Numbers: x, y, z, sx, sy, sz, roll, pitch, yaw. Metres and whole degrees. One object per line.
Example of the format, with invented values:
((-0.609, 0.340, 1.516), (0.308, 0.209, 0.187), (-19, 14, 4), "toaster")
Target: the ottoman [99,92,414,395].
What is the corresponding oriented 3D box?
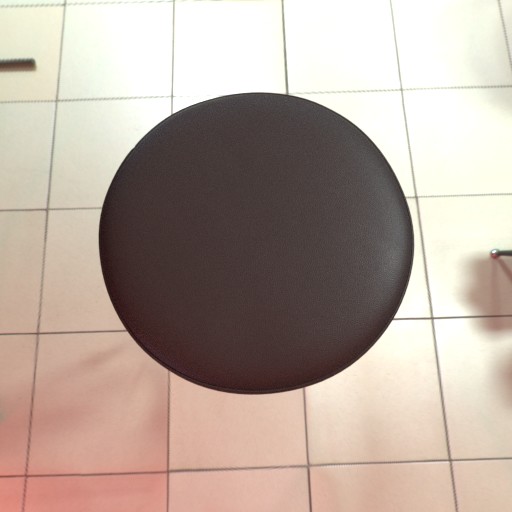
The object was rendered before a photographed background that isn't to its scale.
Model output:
((0.000, 0.000, 0.859), (0.500, 0.409, 0.500), (0, 76, 0), "ottoman")
